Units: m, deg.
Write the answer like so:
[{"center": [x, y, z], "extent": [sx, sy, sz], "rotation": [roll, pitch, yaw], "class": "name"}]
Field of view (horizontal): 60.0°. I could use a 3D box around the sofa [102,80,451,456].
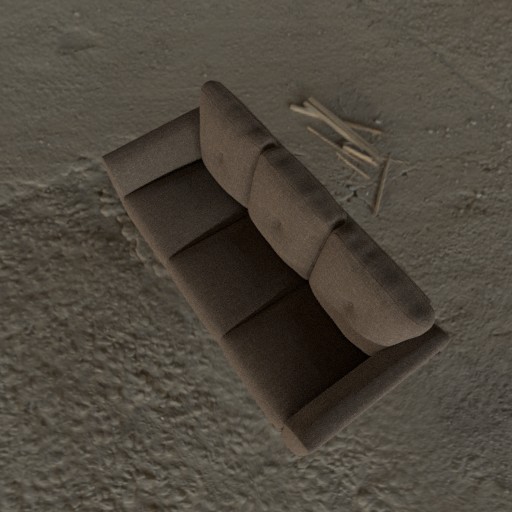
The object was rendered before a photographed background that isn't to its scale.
[{"center": [0.000, 0.000, 2.358], "extent": [0.837, 0.891, 1.847], "rotation": [-32, 67, -15], "class": "sofa"}]
